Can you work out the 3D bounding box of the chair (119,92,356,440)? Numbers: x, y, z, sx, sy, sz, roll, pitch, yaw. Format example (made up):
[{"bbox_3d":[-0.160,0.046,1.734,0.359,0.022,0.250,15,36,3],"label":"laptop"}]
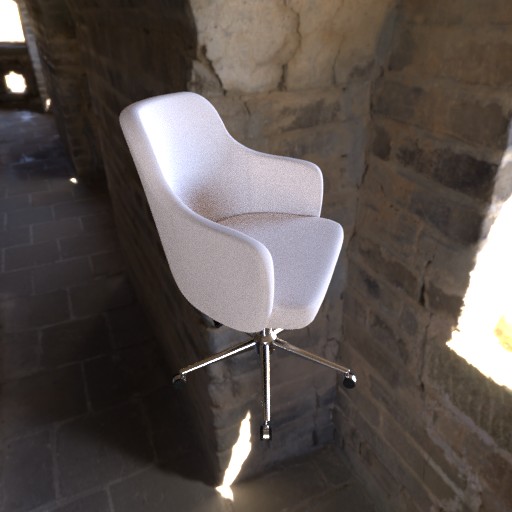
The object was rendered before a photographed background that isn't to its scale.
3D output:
[{"bbox_3d":[0.000,0.000,1.261,0.647,0.819,0.602,9,31,16],"label":"chair"}]
